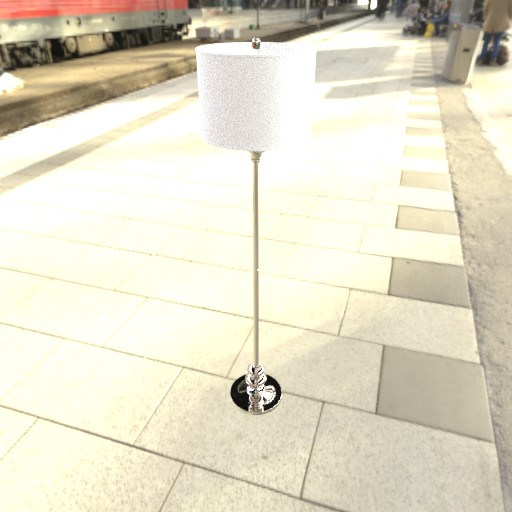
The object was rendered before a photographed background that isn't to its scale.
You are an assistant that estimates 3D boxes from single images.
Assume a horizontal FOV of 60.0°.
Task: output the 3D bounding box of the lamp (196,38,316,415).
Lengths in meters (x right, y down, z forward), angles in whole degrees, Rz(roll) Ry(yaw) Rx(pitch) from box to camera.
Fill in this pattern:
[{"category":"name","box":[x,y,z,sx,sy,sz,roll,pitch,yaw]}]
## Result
[{"category":"lamp","box":[0.000,0.000,1.678,0.356,1.487,0.356,8,32,14]}]
